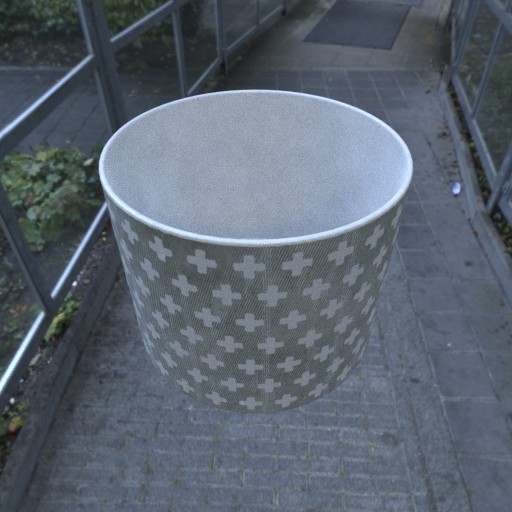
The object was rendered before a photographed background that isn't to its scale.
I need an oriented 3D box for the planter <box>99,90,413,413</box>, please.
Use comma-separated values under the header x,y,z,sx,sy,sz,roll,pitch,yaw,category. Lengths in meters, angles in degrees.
x,y,z,sx,sy,sz,roll,pitch,yaw,category
0.000,0.000,0.442,0.250,0.239,0.250,0,41,0,planter
